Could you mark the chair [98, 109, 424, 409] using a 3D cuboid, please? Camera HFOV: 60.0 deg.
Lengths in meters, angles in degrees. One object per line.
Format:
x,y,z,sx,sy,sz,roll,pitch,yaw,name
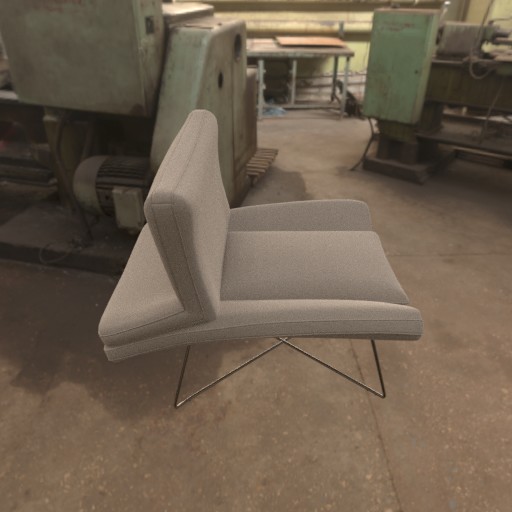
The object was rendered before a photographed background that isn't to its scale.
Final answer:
0.000,0.000,1.625,1.008,0.855,0.859,0,32,0,chair
